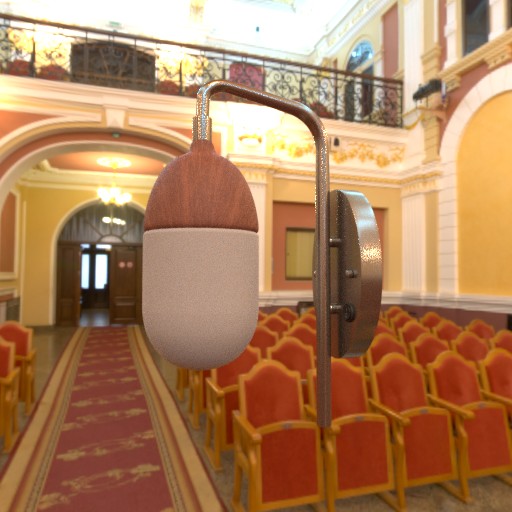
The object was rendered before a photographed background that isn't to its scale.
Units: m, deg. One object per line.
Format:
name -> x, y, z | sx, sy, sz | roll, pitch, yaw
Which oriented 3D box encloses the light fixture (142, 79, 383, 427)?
light fixture -> 0.000, 0.000, 0.436 | 0.216, 0.343, 0.108 | 1, -2, -18
